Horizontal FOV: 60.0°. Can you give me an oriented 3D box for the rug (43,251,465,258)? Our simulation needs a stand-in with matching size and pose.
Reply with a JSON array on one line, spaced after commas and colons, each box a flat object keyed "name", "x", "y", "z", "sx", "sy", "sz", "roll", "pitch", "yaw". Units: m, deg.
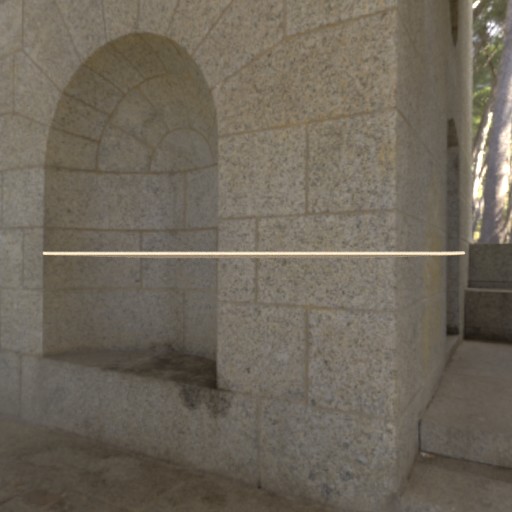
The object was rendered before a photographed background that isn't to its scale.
[{"name": "rug", "x": 0.000, "y": 0.000, "z": 4.029, "sx": 2.407, "sy": 0.020, "sz": 3.051, "roll": 0, "pitch": -1, "yaw": 1}]
